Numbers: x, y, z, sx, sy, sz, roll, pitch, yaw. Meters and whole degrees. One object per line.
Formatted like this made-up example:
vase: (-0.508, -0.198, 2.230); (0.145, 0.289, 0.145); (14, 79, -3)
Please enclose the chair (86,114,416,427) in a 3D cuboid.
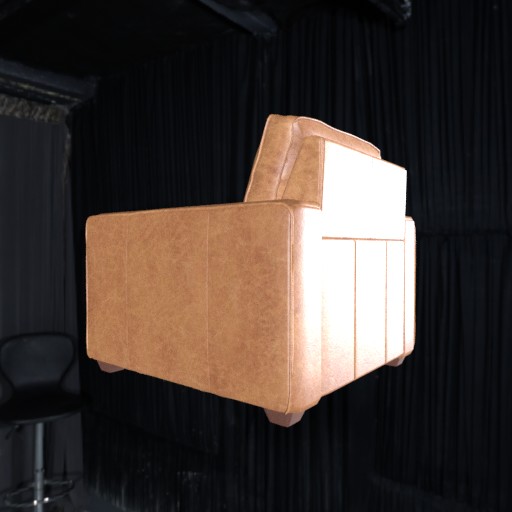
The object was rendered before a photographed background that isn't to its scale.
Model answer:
chair: (0.000, 0.000, 1.793); (1.027, 0.901, 0.987); (1, 2, 36)
